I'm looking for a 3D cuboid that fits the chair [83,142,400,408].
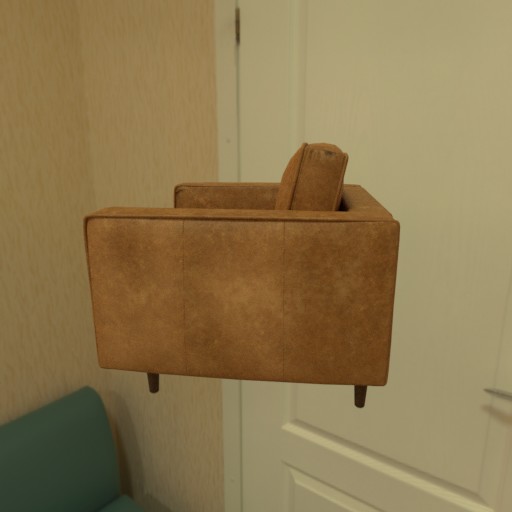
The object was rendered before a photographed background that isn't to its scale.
[{"bbox_3d":[0.000,0.000,1.543,0.798,0.767,0.928,2,15,7],"label":"chair"}]
